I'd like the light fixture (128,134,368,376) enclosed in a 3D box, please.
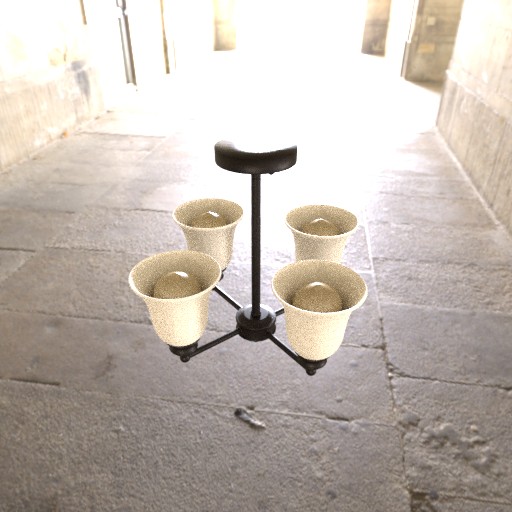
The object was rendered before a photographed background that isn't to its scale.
[{"bbox_3d":[0.000,0.000,1.833,1.069,0.925,1.069,-21,37,-31],"label":"light fixture"}]
